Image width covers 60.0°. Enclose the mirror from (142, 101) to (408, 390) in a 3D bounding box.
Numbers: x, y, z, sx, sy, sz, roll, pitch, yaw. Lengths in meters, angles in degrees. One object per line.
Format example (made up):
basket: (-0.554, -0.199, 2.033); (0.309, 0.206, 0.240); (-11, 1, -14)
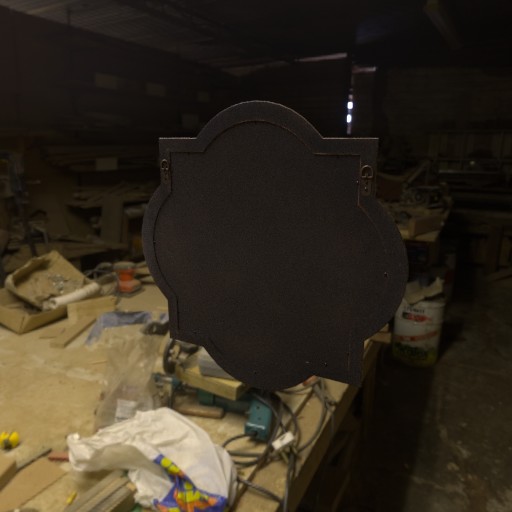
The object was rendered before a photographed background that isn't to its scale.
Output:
mirror: (0.000, 0.000, 1.065); (0.686, 0.686, 0.019); (8, 17, 27)
